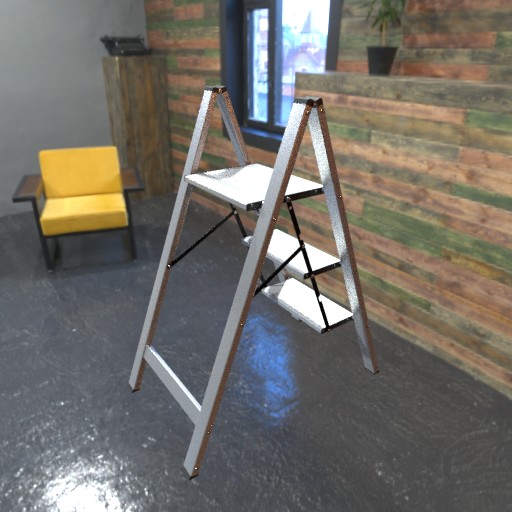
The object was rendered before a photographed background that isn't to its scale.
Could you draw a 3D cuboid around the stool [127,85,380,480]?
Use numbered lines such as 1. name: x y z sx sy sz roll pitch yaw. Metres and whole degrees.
1. stool: 0.000 0.000 1.290 0.730 0.902 0.441 -17 30 -32
